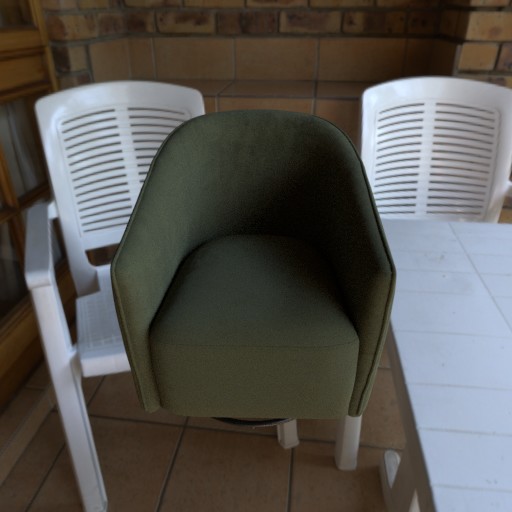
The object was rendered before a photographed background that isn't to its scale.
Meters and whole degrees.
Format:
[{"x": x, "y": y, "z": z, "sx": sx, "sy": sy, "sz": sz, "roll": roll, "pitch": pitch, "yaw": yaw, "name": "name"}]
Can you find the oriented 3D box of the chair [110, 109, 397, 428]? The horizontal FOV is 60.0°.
[{"x": 0.000, "y": 0.000, "z": 1.502, "sx": 0.747, "sy": 0.799, "sz": 0.875, "roll": 1, "pitch": 30, "yaw": 1, "name": "chair"}]
